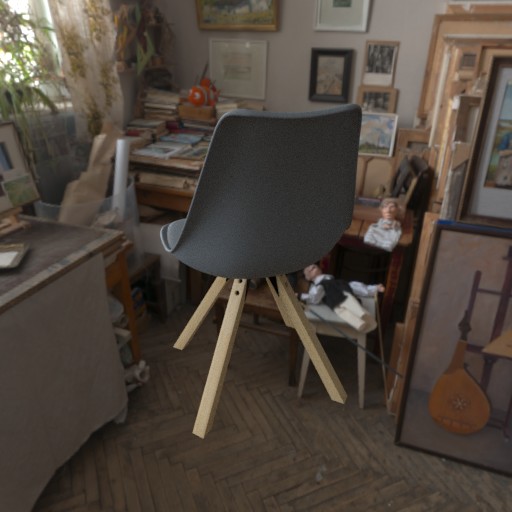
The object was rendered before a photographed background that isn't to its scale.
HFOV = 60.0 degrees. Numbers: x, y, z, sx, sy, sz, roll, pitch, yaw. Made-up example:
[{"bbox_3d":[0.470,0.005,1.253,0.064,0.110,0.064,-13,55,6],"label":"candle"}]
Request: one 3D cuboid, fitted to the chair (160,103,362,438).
[{"bbox_3d":[0.000,0.000,1.202,0.485,0.850,0.549,-8,28,-15],"label":"chair"}]
